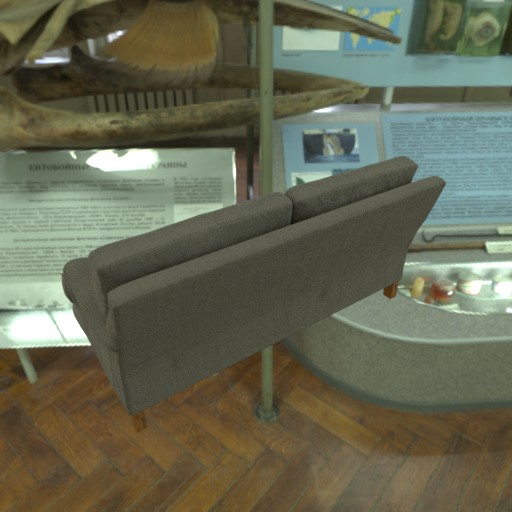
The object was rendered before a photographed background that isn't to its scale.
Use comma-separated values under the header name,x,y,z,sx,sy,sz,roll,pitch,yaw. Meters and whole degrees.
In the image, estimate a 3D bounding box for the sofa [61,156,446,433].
name,x,y,z,sx,sy,sz,roll,pitch,yaw
sofa,0.000,0.000,2.794,2.165,1.087,1.086,-21,38,-29
